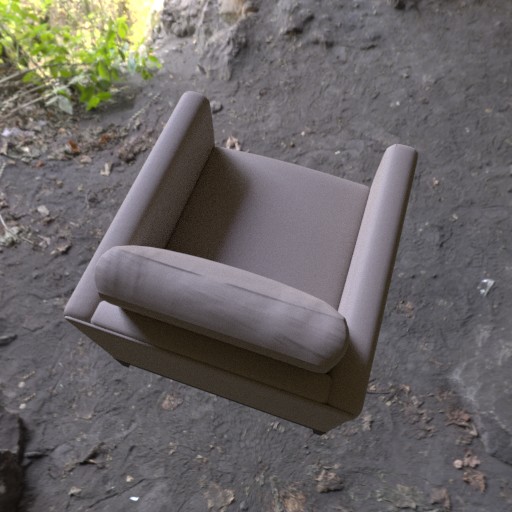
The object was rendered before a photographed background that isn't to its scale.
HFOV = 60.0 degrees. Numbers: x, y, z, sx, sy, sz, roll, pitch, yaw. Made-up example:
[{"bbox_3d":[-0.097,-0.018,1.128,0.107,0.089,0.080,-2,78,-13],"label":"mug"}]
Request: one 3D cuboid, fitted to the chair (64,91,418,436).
[{"bbox_3d":[0.000,0.000,1.643,0.914,0.838,0.959,17,65,8],"label":"chair"}]
